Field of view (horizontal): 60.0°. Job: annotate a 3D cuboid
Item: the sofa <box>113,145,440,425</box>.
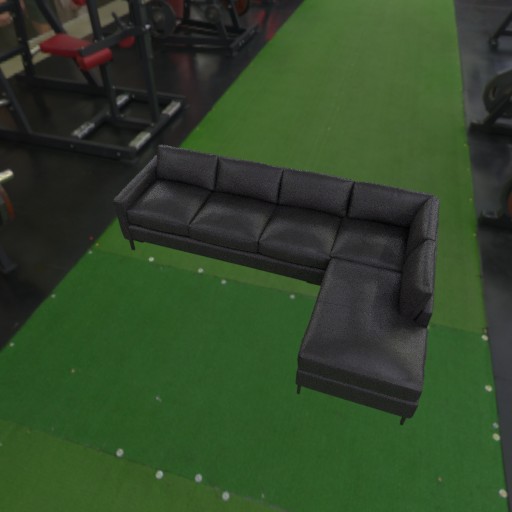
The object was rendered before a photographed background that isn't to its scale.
[{"bbox_3d":[0.000,0.000,3.944,2.984,0.877,1.938,13,45,14],"label":"sofa"}]
